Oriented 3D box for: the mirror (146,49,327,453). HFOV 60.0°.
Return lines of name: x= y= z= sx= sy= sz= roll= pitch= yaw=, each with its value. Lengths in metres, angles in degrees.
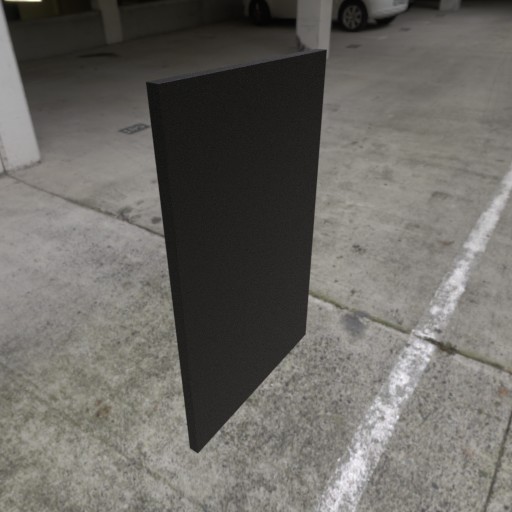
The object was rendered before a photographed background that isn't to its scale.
mirror: x=0.000 y=0.000 z=1.510 sx=0.038 sy=1.219 sz=0.762 roll=20 pitch=36 yaw=29
